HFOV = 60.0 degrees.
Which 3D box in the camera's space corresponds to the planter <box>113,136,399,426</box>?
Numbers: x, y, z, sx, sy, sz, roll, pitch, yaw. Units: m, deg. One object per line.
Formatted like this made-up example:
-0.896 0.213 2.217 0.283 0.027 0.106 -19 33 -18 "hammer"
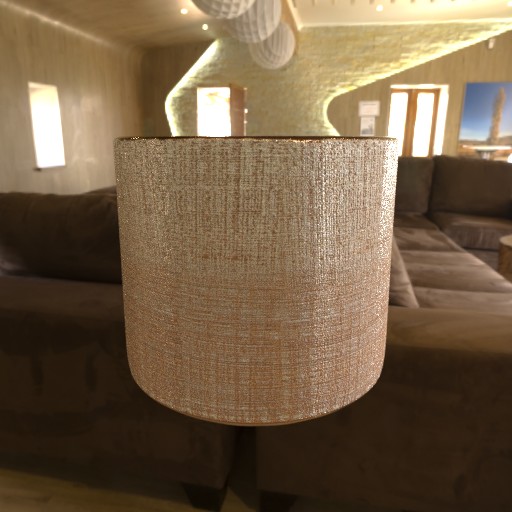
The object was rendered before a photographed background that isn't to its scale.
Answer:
0.000 0.000 0.302 0.177 0.157 0.177 0 15 0 "planter"
